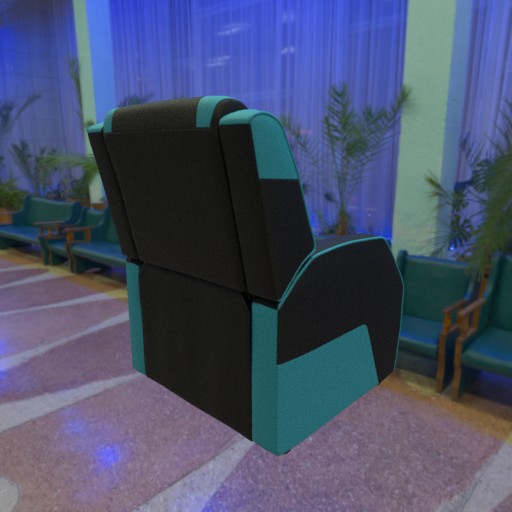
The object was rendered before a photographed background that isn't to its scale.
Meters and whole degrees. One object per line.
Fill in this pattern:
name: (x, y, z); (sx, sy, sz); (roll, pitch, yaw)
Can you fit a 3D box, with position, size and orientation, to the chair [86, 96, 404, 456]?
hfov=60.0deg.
chair: (0.000, 0.000, 1.278); (0.620, 0.805, 0.672); (12, 18, 42)
